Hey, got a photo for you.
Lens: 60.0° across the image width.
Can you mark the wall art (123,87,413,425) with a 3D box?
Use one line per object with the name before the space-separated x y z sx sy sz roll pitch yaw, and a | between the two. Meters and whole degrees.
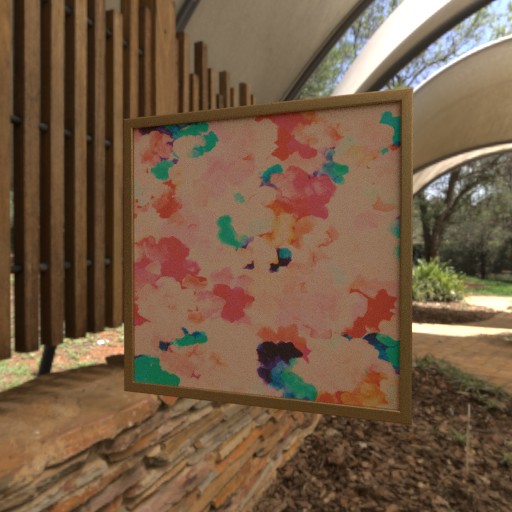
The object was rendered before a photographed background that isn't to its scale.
wall art | 0.000 0.000 0.766 0.510 0.509 0.037 0 1 18
